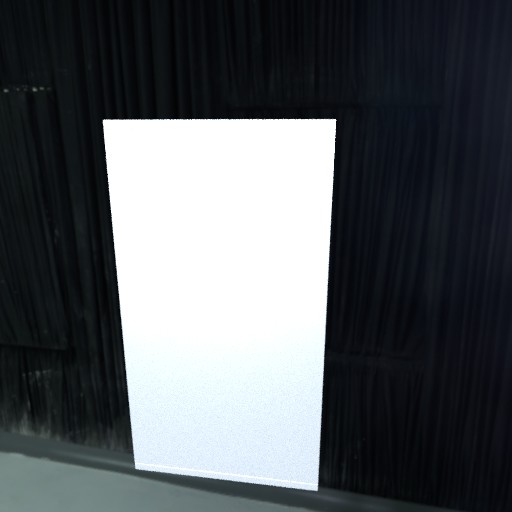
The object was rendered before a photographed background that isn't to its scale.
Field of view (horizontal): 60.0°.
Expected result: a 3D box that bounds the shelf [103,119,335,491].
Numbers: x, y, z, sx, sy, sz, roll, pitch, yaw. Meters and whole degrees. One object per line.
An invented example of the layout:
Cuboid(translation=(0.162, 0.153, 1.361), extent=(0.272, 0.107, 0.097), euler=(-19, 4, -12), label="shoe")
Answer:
Cuboid(translation=(0.000, 0.000, 1.263), extent=(0.396, 0.732, 0.895), euler=(3, 17, 8), label="shelf")
